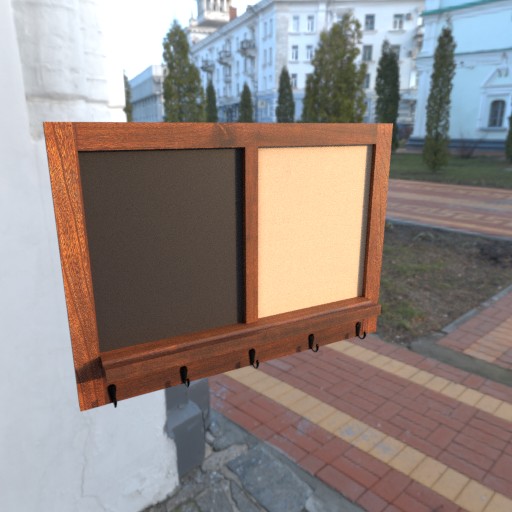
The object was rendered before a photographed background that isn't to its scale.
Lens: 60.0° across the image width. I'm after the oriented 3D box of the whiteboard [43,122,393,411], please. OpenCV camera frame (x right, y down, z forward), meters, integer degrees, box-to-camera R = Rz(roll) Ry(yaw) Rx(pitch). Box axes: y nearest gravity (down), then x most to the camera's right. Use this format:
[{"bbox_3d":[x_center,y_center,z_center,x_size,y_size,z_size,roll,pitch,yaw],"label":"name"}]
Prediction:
[{"bbox_3d":[0.000,0.000,0.960,0.768,0.553,0.083,-8,18,-27],"label":"whiteboard"}]
